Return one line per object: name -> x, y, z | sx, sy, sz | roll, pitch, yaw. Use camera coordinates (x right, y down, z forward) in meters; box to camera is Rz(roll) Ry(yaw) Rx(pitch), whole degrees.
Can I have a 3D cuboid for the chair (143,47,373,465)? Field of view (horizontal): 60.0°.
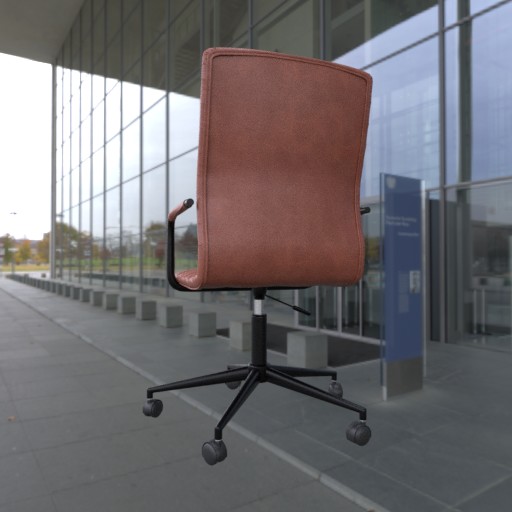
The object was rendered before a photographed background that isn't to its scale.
chair -> 0.000, 0.000, 1.234 | 0.600, 0.878, 0.578 | 0, -1, -19
